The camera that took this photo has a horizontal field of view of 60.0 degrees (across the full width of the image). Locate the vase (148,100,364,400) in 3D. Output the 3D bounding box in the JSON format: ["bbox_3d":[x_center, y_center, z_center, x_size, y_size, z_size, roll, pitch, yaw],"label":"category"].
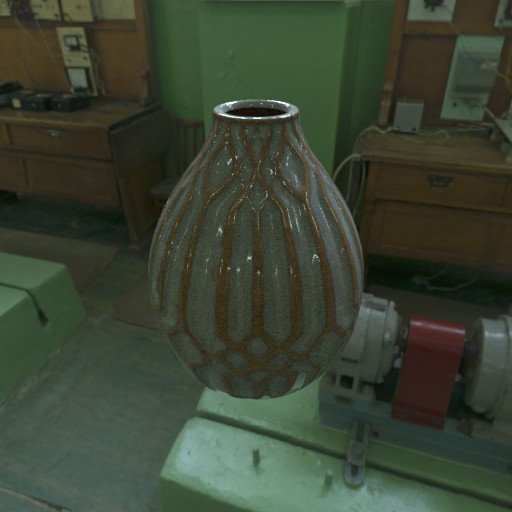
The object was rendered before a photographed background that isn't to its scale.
[{"bbox_3d":[0.000,0.000,0.270,0.131,0.175,0.131,0,31,0],"label":"vase"}]
